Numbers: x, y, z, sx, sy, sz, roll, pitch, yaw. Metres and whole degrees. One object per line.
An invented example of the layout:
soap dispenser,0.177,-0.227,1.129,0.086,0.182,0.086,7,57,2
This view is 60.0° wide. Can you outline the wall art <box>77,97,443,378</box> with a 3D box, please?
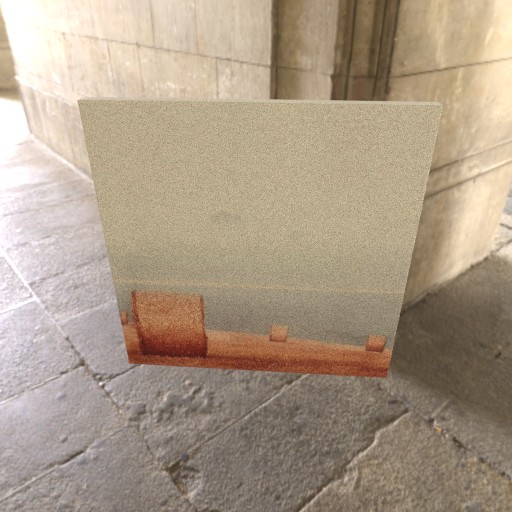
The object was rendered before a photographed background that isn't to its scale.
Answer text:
wall art,0.000,0.000,1.127,0.760,0.760,0.042,2,31,4
